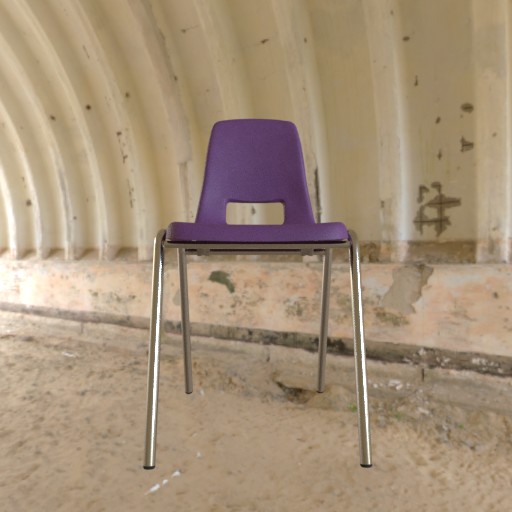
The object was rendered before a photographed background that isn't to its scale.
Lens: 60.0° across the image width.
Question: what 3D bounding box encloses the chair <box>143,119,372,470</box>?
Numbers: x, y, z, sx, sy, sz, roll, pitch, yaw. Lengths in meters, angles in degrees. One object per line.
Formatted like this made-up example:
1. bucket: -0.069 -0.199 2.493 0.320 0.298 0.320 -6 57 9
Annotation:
1. chair: 0.000 0.000 0.940 0.381 0.704 0.432 0 1 -1
